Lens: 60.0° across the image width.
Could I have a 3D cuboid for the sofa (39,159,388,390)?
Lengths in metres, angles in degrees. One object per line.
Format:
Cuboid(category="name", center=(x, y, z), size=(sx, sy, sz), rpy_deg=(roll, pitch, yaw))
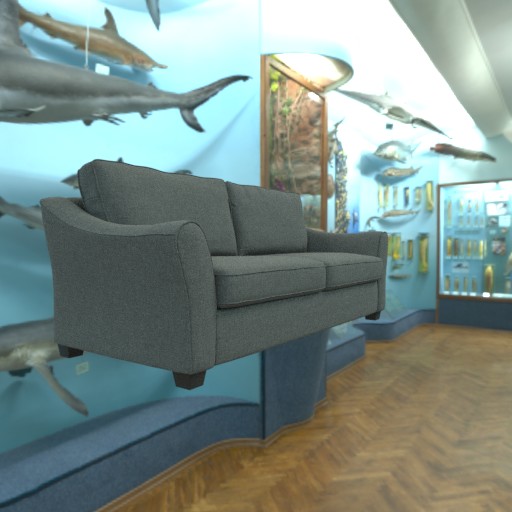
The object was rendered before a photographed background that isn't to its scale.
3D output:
Cuboid(category="sofa", center=(0.000, 0.000, 2.738), size=(1.013, 0.976, 2.203), rpy_deg=(1, 2, 36))
